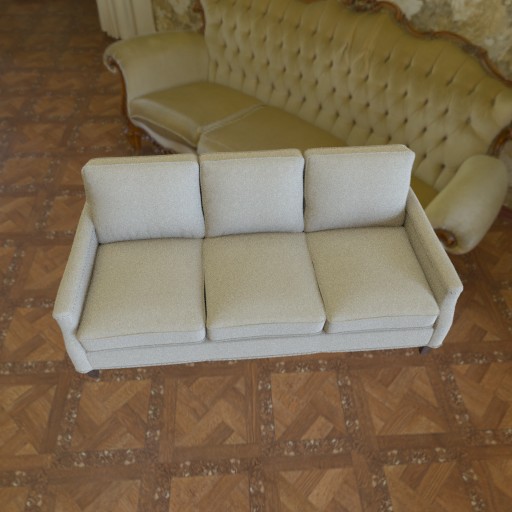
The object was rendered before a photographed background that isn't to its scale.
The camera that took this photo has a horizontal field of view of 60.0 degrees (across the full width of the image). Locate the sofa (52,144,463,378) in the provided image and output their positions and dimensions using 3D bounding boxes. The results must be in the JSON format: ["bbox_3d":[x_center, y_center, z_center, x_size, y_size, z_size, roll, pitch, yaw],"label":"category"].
[{"bbox_3d":[0.000,0.000,2.793,2.246,1.003,1.084,-3,47,-3],"label":"sofa"}]
